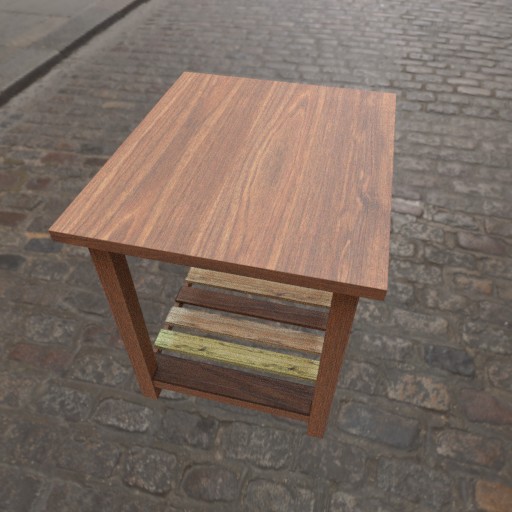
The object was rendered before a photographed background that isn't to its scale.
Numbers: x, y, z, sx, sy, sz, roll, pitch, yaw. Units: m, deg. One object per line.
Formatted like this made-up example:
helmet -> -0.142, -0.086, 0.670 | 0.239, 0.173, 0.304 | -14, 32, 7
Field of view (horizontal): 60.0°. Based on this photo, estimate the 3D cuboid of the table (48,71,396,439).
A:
table -> 0.000, 0.000, 1.150 | 0.559, 0.635, 0.660 | 10, 46, 10
